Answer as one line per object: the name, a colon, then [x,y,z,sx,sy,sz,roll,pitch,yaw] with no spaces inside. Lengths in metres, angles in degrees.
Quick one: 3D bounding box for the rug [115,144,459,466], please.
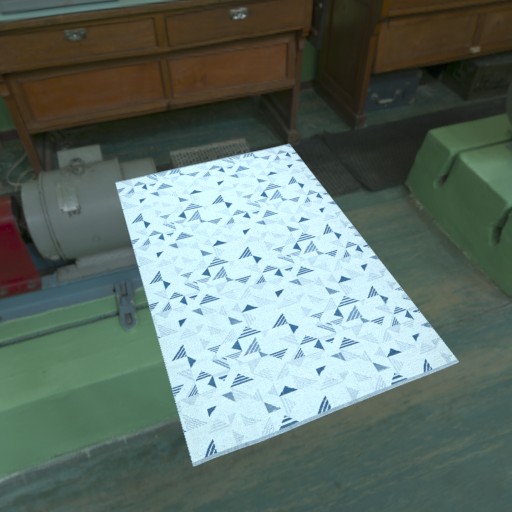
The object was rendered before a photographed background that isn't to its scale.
rug: [0.000,0.000,2.374,1.206,0.003,1.835,-16,49,-14]
